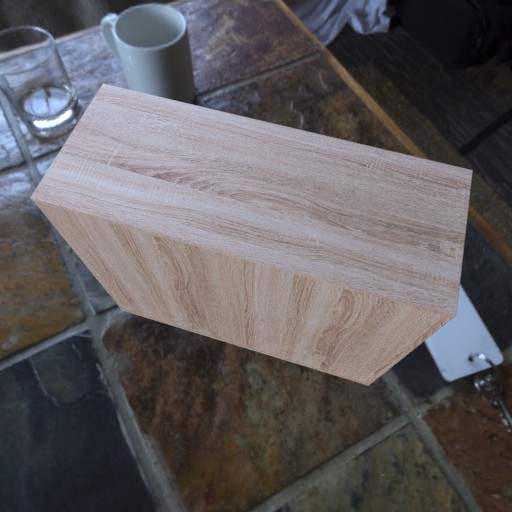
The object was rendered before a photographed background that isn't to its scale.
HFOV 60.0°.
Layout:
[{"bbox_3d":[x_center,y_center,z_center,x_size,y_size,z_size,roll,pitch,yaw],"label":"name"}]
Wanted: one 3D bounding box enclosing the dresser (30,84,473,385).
[{"bbox_3d":[0.000,0.000,1.587,1.100,0.900,0.450,15,65,8],"label":"dresser"}]
